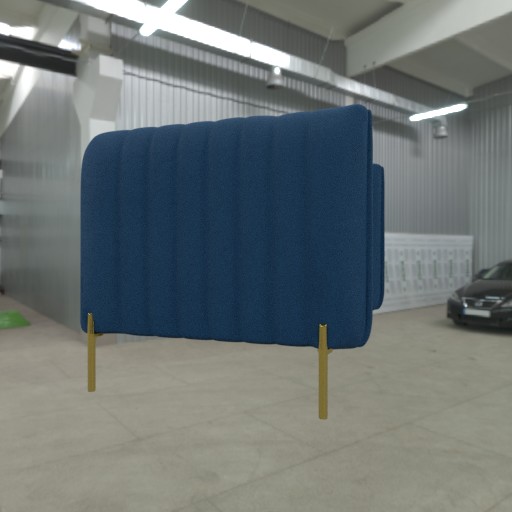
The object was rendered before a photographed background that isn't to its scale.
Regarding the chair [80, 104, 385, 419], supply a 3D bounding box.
[{"bbox_3d":[0.000,0.000,1.622,0.877,0.793,0.947,0,1,18],"label":"chair"}]
